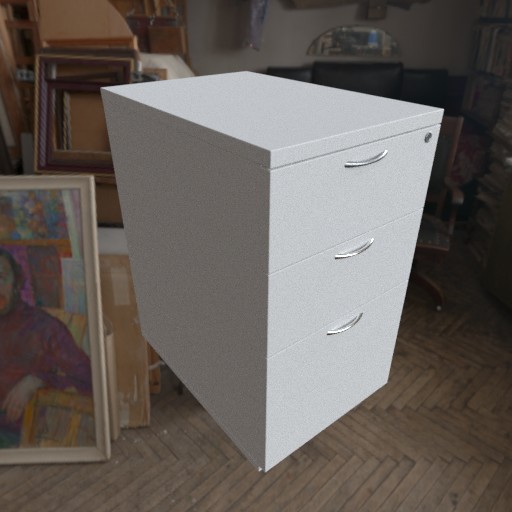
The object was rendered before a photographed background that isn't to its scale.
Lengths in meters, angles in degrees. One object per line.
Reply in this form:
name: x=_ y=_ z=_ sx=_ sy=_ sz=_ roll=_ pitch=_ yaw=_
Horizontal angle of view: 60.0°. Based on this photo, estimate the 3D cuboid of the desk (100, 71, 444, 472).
desk: x=0.000 y=0.000 z=1.066 sx=0.404 sy=0.730 sz=0.600 roll=-22 pitch=37 yaw=-32
